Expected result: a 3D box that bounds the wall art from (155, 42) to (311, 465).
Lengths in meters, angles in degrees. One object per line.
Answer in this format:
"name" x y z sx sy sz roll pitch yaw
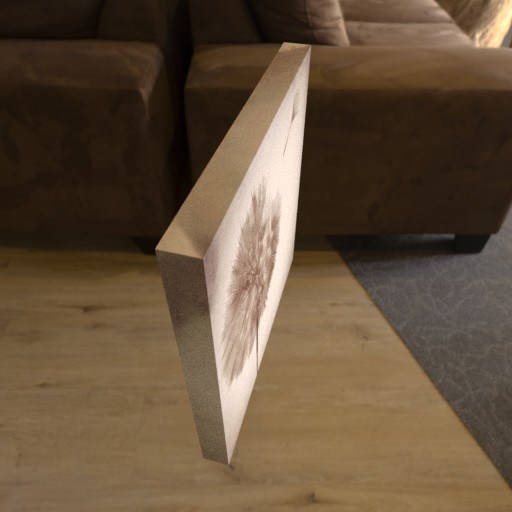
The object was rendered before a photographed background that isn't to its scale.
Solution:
"wall art" 0.000 0.000 0.446 0.028 0.303 0.303 11 47 11
